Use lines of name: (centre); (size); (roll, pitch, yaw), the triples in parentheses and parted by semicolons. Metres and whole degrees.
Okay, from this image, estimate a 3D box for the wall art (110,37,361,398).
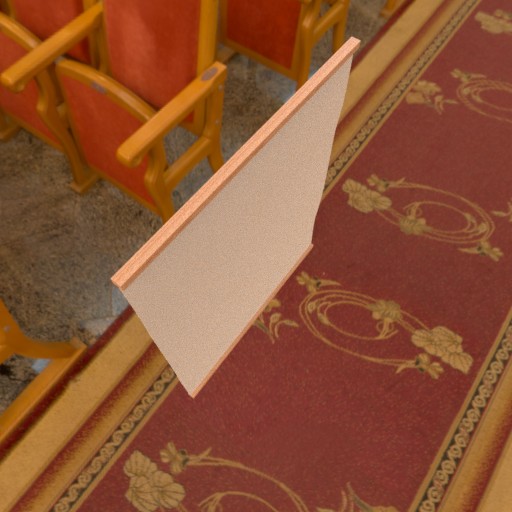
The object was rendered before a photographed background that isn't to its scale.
wall art: (0.000, 0.000, 0.684); (0.013, 0.508, 0.406); (33, 67, 16)
